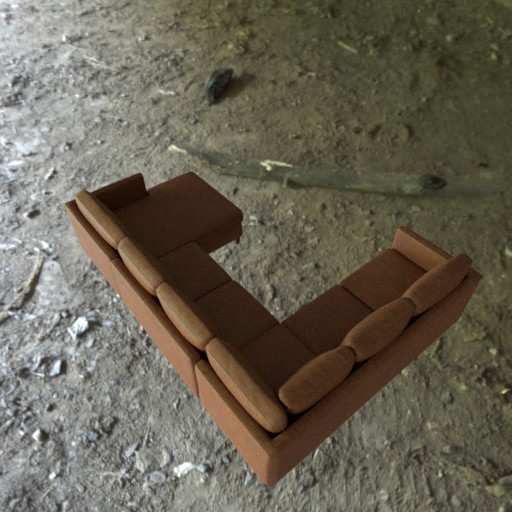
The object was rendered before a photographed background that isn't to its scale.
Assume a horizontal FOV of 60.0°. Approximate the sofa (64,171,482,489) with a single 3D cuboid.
[{"bbox_3d":[0.000,0.000,4.584,2.593,0.923,3.460,-30,53,-26],"label":"sofa"}]
